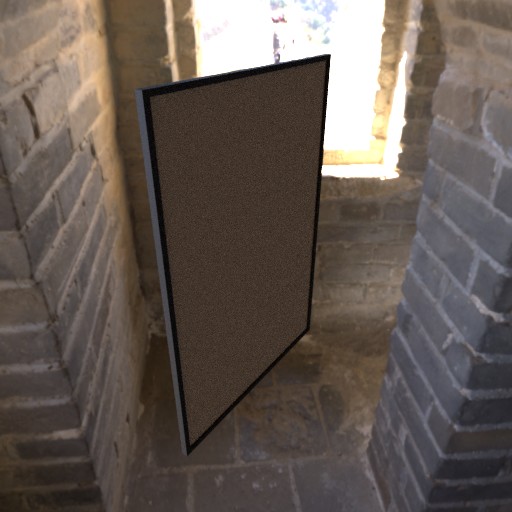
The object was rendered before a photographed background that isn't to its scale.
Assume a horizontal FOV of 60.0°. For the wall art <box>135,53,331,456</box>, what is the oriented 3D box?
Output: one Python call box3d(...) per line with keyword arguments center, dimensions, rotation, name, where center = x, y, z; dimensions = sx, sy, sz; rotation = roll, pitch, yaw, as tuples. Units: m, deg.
box3d(center=(0.000, 0.000, 0.837), dimensions=(0.013, 0.660, 0.460), rotation=(20, 36, 31), name="wall art")
